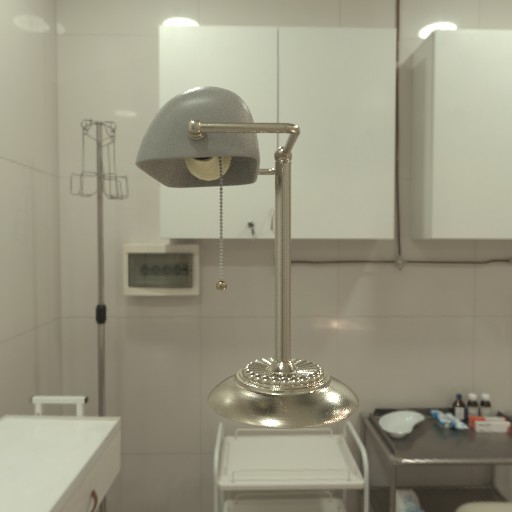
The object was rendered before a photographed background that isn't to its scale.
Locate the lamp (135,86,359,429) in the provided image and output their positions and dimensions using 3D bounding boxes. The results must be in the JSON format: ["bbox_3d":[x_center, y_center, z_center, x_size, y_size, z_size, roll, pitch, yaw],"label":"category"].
[{"bbox_3d":[0.000,0.000,0.524,0.243,0.339,0.264,0,2,-1],"label":"lamp"}]
